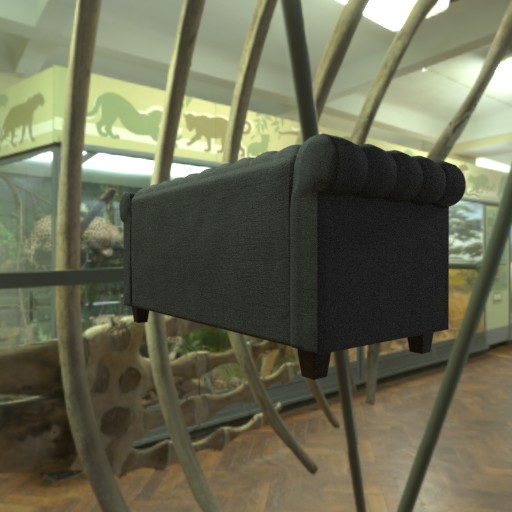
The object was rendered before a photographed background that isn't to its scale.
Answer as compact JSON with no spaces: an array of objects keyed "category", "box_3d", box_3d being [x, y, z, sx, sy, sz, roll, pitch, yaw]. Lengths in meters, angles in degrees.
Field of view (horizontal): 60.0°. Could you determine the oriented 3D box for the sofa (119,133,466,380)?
[{"category":"sofa","box_3d":[0.000,0.000,2.249,0.783,0.797,1.798,0,1,-37]}]
